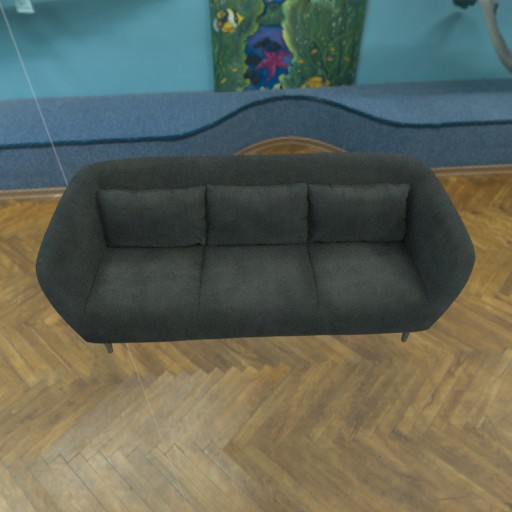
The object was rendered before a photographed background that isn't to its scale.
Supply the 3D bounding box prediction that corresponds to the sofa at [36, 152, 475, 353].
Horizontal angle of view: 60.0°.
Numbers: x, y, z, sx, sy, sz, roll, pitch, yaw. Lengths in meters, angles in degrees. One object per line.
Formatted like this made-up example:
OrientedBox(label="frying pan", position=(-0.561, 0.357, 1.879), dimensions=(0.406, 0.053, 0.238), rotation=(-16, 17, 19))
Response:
OrientedBox(label="sofa", position=(0.000, 0.000, 2.714), dimensions=(2.296, 0.875, 0.956), rotation=(-2, 46, -2))
